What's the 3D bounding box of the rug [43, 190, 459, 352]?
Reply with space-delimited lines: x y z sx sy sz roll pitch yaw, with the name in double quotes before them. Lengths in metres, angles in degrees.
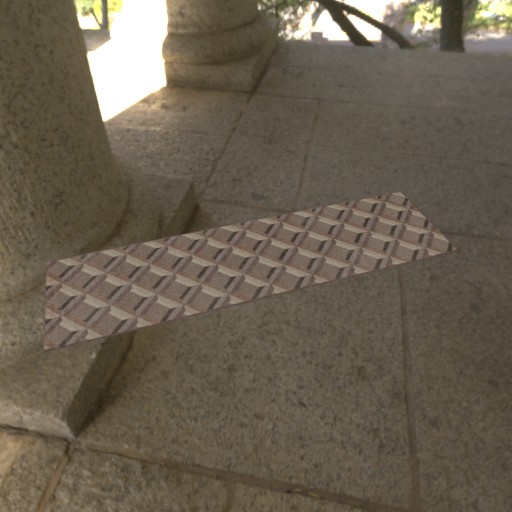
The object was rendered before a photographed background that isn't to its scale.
"rug" 0.000 0.000 2.709 2.437 0.013 0.685 -12 44 -13
